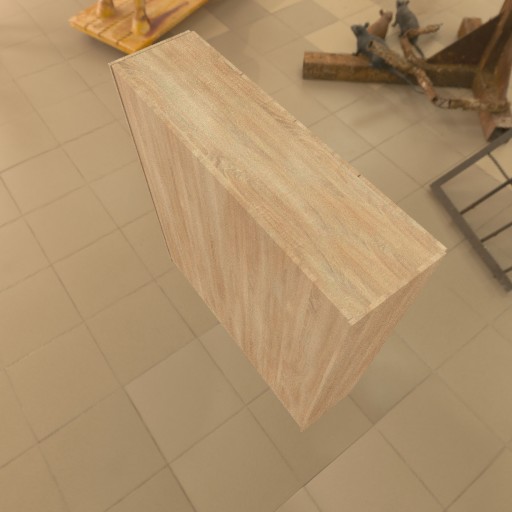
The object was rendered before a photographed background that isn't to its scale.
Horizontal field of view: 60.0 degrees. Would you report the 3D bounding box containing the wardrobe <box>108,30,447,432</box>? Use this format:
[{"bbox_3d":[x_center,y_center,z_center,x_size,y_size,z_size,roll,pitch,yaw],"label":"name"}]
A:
[{"bbox_3d":[0.000,0.000,3.109,0.598,2.159,1.998,-33,64,-18],"label":"wardrobe"}]
